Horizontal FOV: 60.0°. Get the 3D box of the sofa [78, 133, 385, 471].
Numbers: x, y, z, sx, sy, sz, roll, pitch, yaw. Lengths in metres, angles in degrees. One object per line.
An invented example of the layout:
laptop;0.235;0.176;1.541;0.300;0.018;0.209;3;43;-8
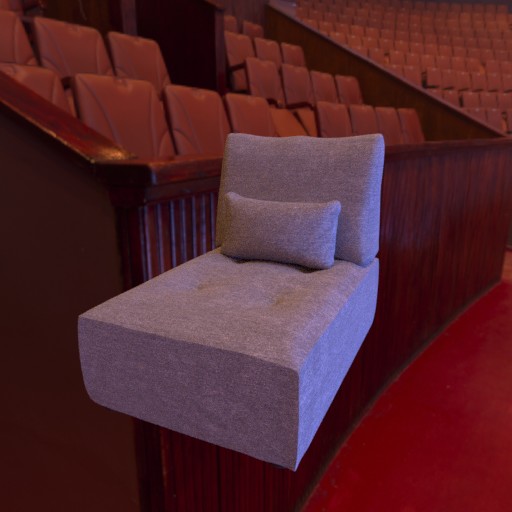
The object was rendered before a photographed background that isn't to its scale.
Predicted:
sofa;0.000;0.000;1.558;0.700;0.820;1.000;8;18;24
